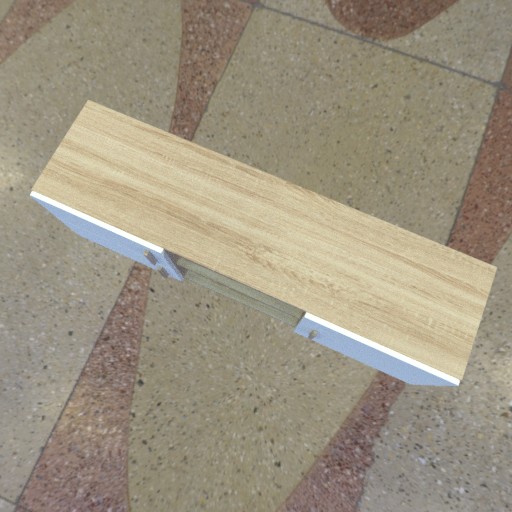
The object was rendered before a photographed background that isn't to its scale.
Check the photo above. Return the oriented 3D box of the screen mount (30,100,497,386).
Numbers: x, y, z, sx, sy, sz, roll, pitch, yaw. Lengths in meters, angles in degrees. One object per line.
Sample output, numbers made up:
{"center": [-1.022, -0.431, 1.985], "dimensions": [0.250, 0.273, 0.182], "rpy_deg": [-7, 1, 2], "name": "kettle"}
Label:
{"center": [0.000, 0.000, 1.719], "dimensions": [1.500, 0.570, 0.420], "rpy_deg": [23, 76, 6], "name": "screen mount"}
